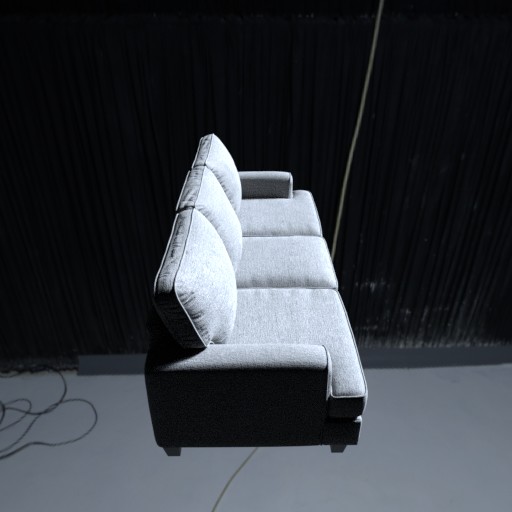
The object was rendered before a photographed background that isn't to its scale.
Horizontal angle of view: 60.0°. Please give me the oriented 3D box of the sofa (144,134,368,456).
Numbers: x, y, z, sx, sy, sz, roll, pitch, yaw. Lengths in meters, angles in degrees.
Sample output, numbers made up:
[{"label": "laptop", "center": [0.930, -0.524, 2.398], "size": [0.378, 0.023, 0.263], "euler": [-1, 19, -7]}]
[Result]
[{"label": "sofa", "center": [0.000, 0.000, 2.722], "size": [0.951, 0.965, 2.158], "euler": [0, 32, 0]}]
